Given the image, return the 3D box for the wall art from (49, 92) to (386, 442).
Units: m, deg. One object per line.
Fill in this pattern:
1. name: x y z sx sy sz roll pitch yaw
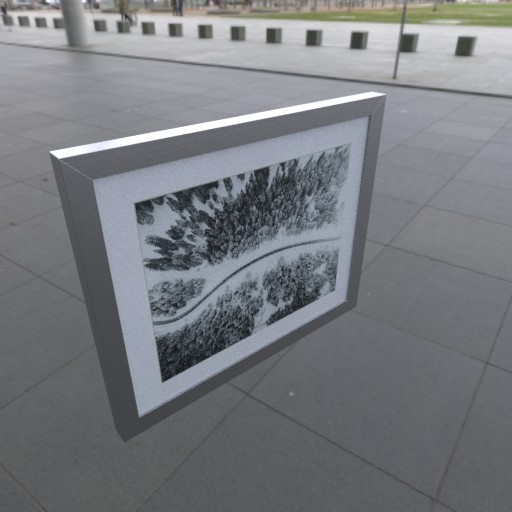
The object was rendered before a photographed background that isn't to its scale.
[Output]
1. wall art: 0.000 0.000 0.740 0.557 0.456 0.032 -22 37 -33
